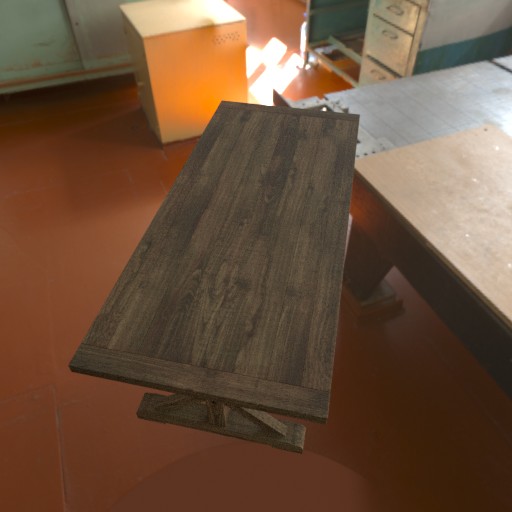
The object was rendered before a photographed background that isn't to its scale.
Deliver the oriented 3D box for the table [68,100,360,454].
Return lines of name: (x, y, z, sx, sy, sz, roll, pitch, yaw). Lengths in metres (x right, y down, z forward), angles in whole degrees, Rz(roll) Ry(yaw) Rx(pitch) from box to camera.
table: (0.000, 0.000, 2.438, 0.907, 0.733, 2.031, 9, 46, 9)
